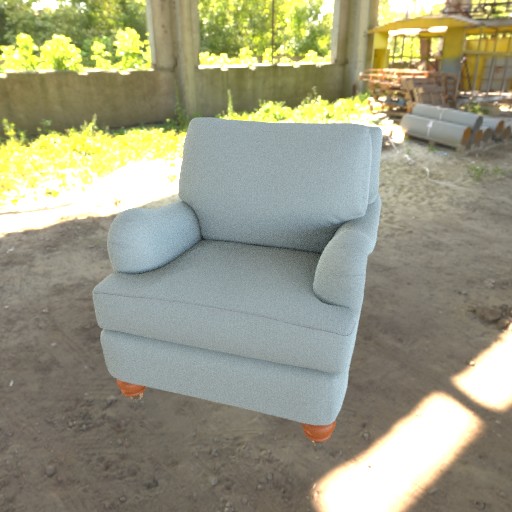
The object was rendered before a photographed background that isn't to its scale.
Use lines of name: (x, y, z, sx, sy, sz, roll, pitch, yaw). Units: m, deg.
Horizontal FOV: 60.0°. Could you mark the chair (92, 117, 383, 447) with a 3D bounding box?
chair: (0.000, 0.000, 1.863, 0.955, 1.038, 1.070, 7, 25, 16)
